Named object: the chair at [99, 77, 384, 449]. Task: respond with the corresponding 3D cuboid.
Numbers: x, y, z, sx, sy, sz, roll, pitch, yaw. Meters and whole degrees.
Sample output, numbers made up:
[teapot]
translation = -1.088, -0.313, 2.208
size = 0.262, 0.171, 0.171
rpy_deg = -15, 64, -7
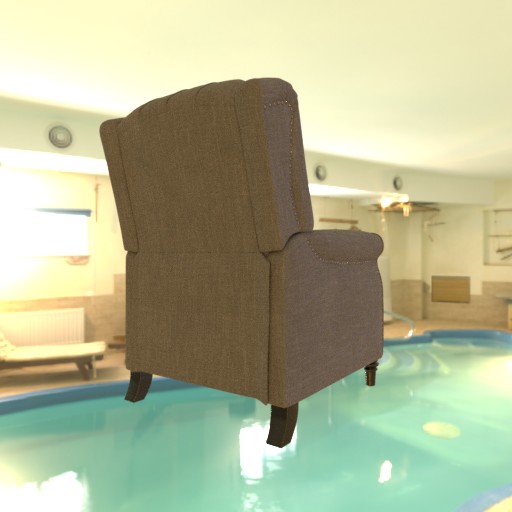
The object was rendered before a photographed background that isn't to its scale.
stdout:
[chair]
translation = 0.000, 0.000, 1.651
size = 0.742, 1.035, 0.898
rpy_deg = 0, 1, 36
